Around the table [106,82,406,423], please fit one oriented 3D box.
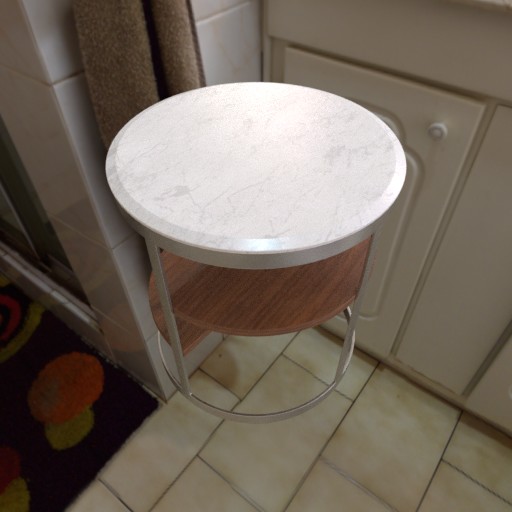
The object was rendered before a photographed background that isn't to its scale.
[{"bbox_3d":[0.000,0.000,0.772,0.407,0.447,0.407,0,46,0],"label":"table"}]
